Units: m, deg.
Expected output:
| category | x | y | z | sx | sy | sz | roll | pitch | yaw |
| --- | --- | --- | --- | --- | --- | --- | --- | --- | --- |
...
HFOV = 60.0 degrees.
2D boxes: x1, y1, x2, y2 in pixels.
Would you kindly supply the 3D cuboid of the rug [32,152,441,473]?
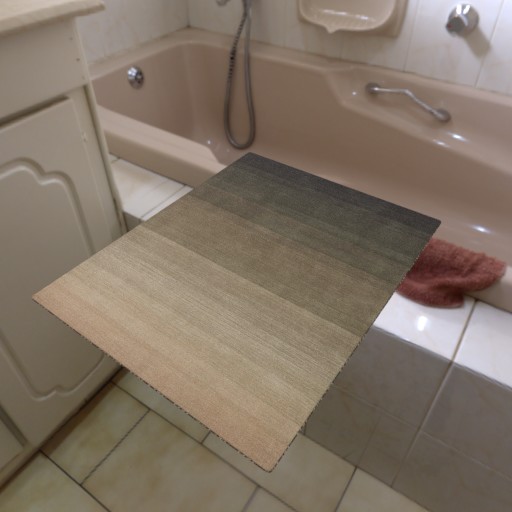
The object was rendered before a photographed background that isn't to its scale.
| category | x | y | z | sx | sy | sz | roll | pitch | yaw |
| --- | --- | --- | --- | --- | --- | --- | --- | --- | --- |
| rug | 0.000 | 0.000 | 3.870 | 2.305 | 0.017 | 2.902 | 26 | 48 | 26 |
